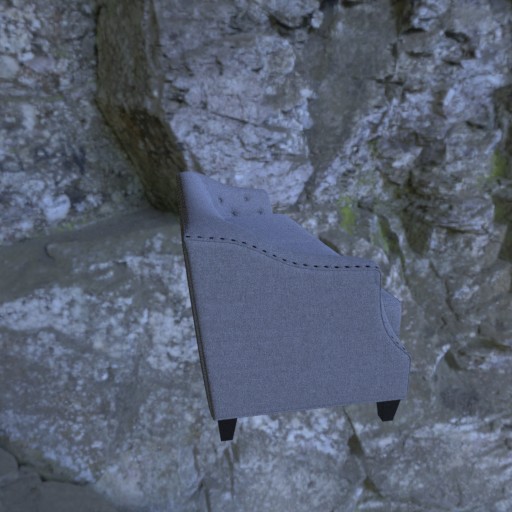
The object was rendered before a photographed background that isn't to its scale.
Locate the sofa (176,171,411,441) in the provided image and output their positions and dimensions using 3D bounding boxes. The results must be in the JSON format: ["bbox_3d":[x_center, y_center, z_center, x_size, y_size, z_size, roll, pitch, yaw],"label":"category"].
[{"bbox_3d":[0.000,0.000,2.730,0.914,0.901,2.235,-3,16,-10],"label":"sofa"}]
